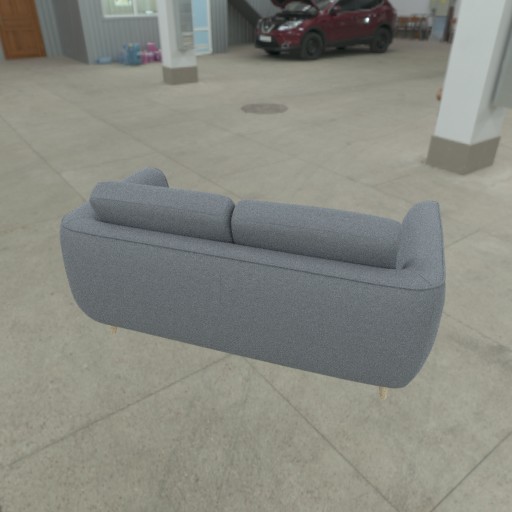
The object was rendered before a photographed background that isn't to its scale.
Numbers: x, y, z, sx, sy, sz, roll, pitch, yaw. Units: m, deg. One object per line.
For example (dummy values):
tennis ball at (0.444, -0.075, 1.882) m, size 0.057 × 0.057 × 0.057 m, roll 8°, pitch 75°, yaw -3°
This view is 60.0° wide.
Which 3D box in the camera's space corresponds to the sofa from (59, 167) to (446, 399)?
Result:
sofa at (0.000, 0.000, 2.194) m, size 1.700 × 0.850 × 0.920 m, roll 10°, pitch 32°, yaw 16°
